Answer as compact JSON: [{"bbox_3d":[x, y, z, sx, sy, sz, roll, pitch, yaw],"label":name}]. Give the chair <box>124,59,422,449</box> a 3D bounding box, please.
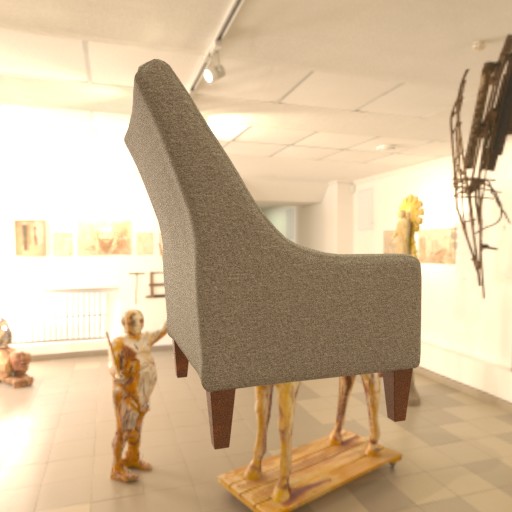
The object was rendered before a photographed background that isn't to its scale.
[{"bbox_3d":[0.000,0.000,1.581,0.870,1.016,0.774,-1,2,-19],"label":"chair"}]
